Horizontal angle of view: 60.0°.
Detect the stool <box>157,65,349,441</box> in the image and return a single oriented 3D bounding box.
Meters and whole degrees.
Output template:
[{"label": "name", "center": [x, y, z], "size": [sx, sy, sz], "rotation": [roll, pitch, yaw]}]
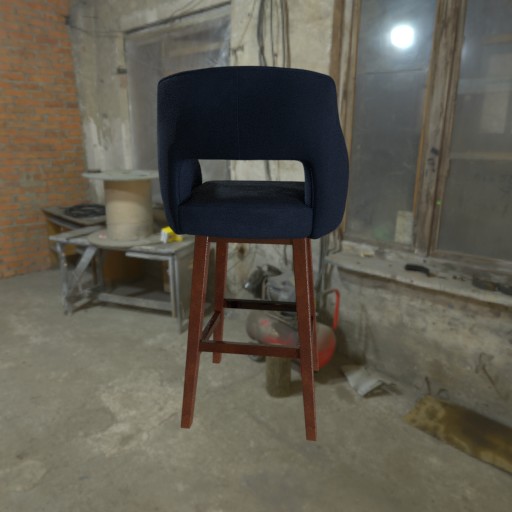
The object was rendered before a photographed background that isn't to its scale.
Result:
[{"label": "stool", "center": [0.000, 0.000, 1.401], "size": [0.550, 1.041, 0.560], "rotation": [2, 15, 8]}]
